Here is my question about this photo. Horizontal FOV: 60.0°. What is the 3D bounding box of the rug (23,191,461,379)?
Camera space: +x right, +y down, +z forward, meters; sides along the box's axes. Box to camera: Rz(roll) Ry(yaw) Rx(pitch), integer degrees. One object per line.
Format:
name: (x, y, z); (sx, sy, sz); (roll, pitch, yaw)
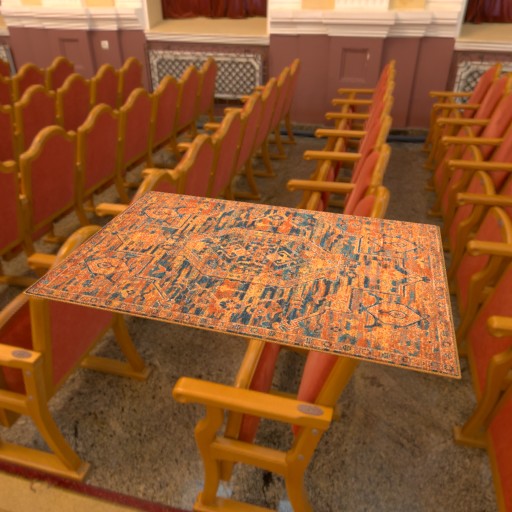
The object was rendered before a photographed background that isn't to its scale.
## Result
rug: (0.000, 0.000, 1.059); (0.863, 0.008, 0.557); (8, 33, 13)
